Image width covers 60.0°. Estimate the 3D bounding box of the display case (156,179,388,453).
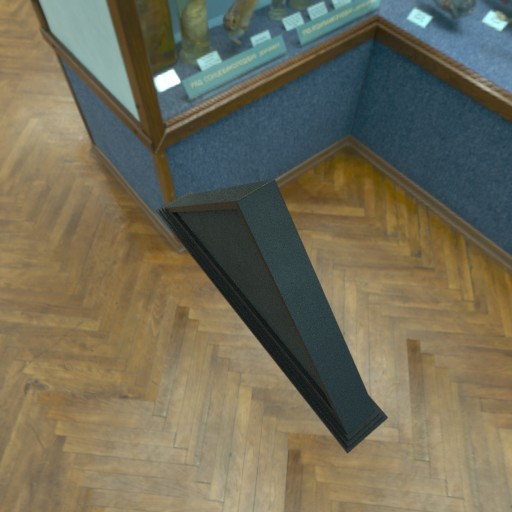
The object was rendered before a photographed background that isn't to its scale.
[{"bbox_3d":[0.000,0.000,0.751,0.095,0.340,0.640,-32,63,-19],"label":"display case"}]
